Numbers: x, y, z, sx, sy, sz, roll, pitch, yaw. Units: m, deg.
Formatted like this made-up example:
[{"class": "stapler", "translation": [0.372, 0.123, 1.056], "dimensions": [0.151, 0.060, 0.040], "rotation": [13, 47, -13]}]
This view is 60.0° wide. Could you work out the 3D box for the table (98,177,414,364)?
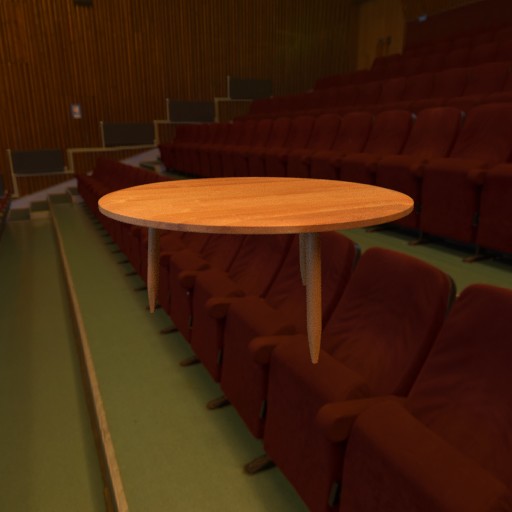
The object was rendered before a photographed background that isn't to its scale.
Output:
[{"class": "table", "translation": [0.000, 0.000, 1.390], "dimensions": [0.900, 0.400, 0.900], "rotation": [0, 16, 0]}]
